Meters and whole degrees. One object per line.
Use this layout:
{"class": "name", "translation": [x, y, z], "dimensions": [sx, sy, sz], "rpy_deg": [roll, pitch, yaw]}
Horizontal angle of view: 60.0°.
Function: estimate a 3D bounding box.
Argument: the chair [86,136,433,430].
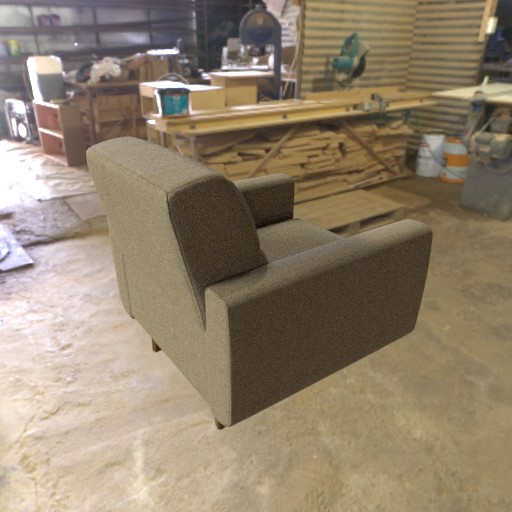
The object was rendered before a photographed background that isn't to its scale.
{"class": "chair", "translation": [0.000, 0.000, 1.575], "dimensions": [0.907, 0.839, 0.831], "rpy_deg": [-18, 32, -32]}
